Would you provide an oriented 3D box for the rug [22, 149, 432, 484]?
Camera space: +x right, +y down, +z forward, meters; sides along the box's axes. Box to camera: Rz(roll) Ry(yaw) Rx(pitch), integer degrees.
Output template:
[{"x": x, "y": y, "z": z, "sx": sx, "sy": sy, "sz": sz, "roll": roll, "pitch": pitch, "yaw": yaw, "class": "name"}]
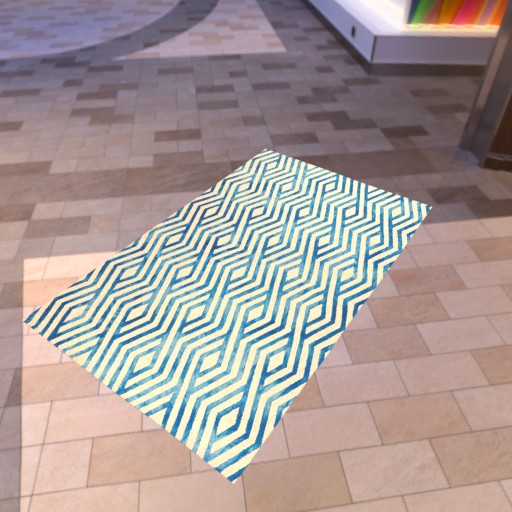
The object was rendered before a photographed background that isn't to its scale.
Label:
[{"x": 0.000, "y": 0.000, "z": 2.927, "sx": 1.531, "sy": 0.008, "sz": 2.439, "roll": 26, "pitch": 48, "yaw": 26, "class": "rug"}]
